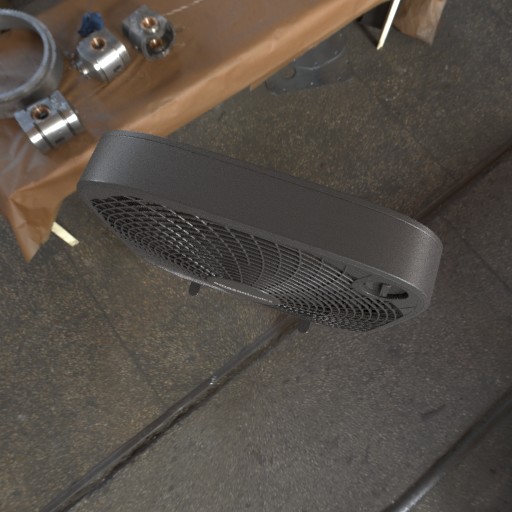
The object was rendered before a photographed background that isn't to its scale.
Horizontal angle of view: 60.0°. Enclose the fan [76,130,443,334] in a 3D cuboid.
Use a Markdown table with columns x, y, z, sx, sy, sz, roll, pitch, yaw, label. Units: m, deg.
| x | y | z | sx | sy | sz | roll | pitch | yaw | label |
| --- | --- | --- | --- | --- | --- | --- | --- | --- | --- |
| 0.000 | 0.000 | 0.785 | 0.526 | 0.533 | 0.142 | 18 | 75 | 5 | fan |
